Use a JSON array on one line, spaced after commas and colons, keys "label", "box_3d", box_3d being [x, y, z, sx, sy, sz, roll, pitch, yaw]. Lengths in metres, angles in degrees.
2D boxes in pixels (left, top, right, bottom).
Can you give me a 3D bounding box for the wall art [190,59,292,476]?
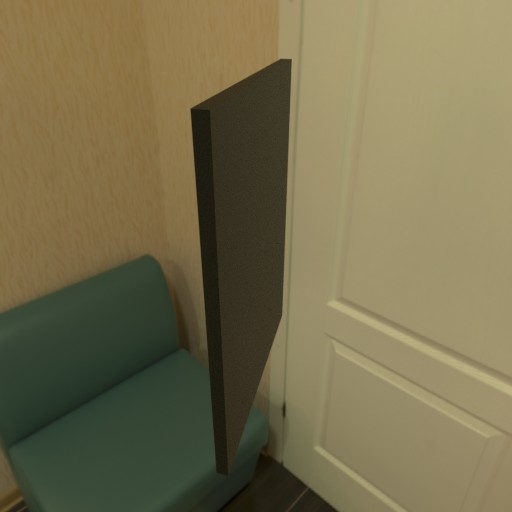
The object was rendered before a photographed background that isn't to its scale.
[{"label": "wall art", "box_3d": [0.000, 0.000, 1.401, 0.038, 1.062, 0.806, 7, 31, 12]}]
